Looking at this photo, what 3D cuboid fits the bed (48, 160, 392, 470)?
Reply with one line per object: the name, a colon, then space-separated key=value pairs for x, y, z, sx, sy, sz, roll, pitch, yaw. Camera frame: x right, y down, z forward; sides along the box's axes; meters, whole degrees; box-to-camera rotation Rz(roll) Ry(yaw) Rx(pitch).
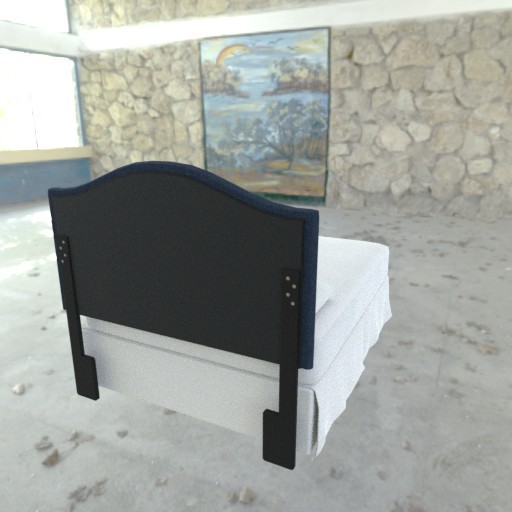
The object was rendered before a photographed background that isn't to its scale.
bed: x=0.000 y=0.000 z=3.279 sx=1.725 sy=1.518 sz=2.153 roll=8 pitch=18 yaw=25
